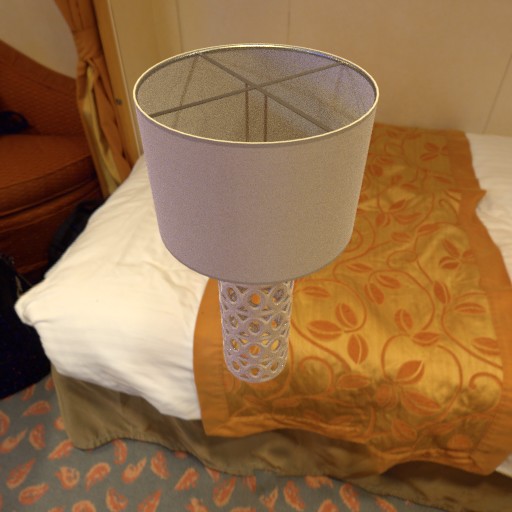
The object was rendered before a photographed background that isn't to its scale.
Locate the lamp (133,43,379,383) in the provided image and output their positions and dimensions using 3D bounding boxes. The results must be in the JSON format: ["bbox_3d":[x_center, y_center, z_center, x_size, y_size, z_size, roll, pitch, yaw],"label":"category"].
[{"bbox_3d":[0.000,0.000,0.815,0.324,0.636,0.325,-25,49,-24],"label":"lamp"}]
